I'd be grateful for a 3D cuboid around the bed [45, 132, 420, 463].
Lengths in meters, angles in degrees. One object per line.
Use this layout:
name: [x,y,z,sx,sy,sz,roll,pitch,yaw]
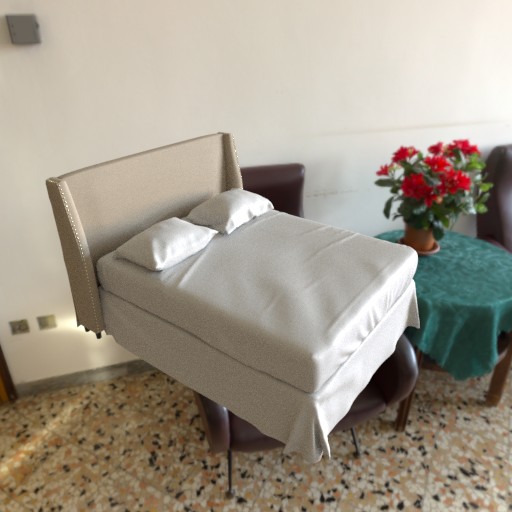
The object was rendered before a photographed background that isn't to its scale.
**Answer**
bed: [0.000,0.000,3.450,2.276,1.332,1.925,19,33,32]
